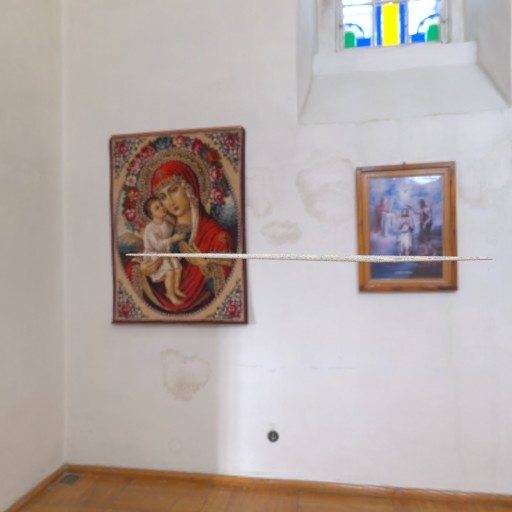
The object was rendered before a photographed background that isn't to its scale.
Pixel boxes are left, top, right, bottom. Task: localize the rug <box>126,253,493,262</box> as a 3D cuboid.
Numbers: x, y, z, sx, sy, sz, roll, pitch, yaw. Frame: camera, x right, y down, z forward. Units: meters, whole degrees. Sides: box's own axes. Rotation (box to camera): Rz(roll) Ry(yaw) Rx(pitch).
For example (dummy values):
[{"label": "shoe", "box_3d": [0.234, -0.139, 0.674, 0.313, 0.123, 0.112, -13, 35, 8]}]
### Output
[{"label": "rug", "box_3d": [0.000, 0.000, 2.397, 0.662, 0.011, 2.196, -1, 1, -36]}]
